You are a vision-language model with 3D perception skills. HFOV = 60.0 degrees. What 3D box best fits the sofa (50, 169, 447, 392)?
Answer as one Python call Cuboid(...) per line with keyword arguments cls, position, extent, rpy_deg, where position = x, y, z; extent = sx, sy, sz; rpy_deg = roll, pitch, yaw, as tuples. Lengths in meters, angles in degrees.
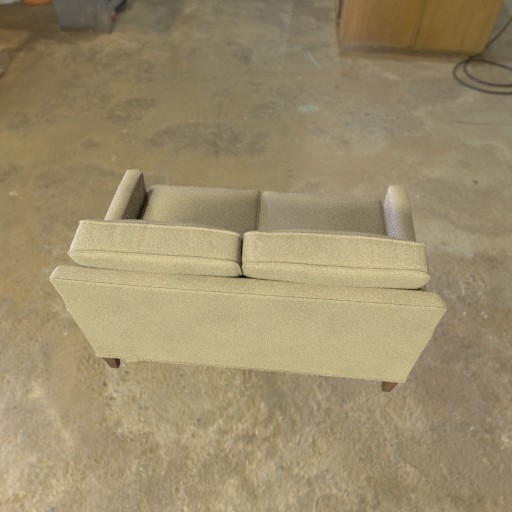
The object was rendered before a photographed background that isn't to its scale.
Cuboid(cls="sofa", position=(0.000, 0.000, 2.268), extent=(1.597, 1.003, 1.084), rpy_deg=(4, 47, 4))
